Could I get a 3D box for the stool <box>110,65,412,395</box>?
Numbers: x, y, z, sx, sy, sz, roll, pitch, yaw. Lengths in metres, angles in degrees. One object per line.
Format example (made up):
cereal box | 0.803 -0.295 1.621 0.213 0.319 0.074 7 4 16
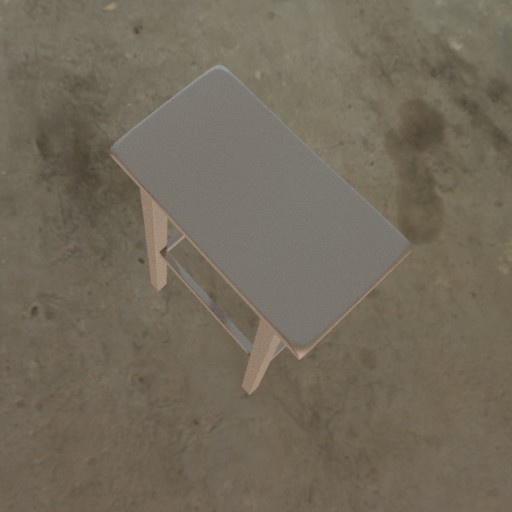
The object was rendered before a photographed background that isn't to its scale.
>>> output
stool | 0.000 0.000 1.039 0.476 0.737 0.457 -42 79 -10
